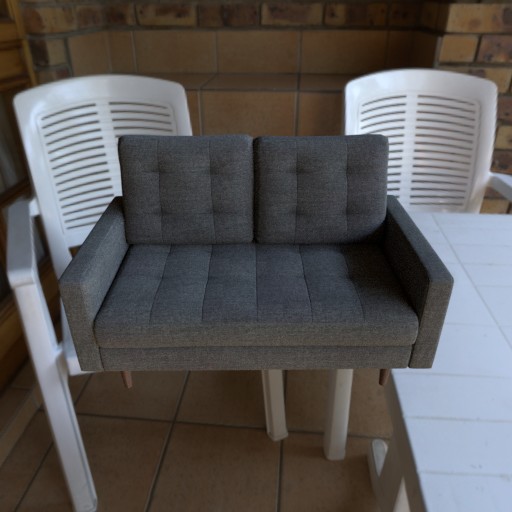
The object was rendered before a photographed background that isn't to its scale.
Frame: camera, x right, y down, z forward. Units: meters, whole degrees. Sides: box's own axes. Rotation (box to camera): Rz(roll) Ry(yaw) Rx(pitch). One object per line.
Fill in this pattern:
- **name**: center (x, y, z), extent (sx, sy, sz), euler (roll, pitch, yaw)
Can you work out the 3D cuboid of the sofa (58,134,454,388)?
- **sofa**: center (0.000, 0.000, 1.934), extent (1.407, 0.907, 0.842), euler (0, 30, -1)
